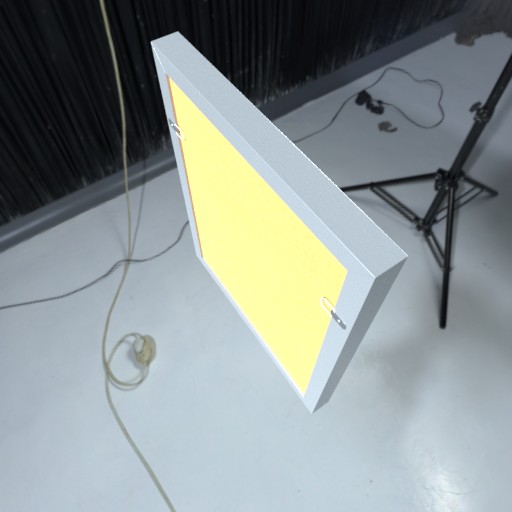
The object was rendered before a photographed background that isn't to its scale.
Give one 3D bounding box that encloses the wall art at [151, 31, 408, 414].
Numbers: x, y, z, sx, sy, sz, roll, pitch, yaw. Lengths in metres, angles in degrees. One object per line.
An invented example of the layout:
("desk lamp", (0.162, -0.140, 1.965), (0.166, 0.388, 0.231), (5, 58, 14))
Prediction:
("wall art", (0.000, 0.000, 0.513), (0.030, 0.379, 0.308), (-30, 63, -17))
